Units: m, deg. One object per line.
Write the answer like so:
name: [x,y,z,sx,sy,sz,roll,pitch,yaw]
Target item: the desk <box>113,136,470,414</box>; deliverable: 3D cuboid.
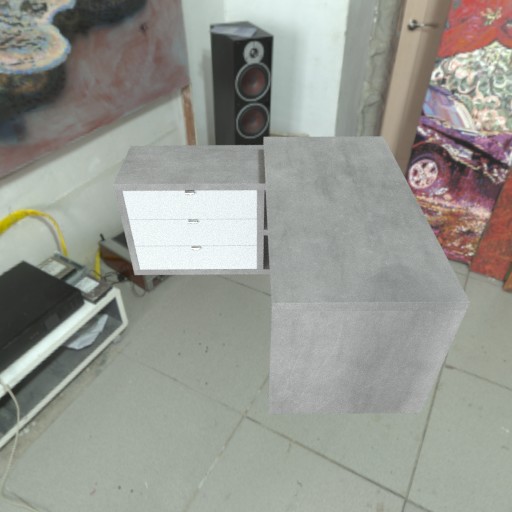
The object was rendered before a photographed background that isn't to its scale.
desk: [0.000,0.000,2.333,1.500,0.740,1.400,0,40,0]
